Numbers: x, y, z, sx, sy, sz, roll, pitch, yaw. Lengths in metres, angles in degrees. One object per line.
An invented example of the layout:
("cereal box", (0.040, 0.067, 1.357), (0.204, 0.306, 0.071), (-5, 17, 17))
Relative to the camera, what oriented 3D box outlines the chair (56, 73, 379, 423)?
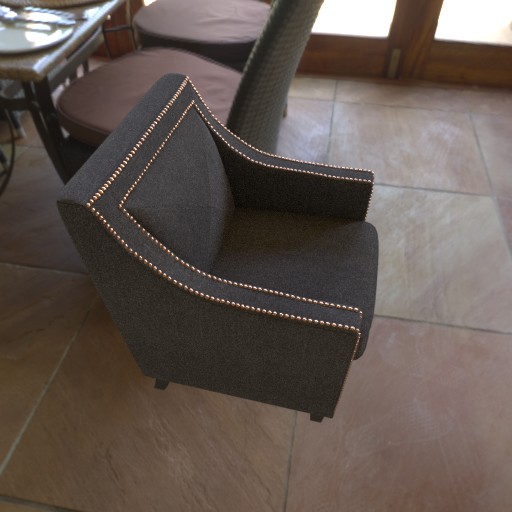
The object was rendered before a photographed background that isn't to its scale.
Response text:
("chair", (0.000, 0.000, 1.629), (0.884, 0.967, 0.776), (10, 47, 9))
